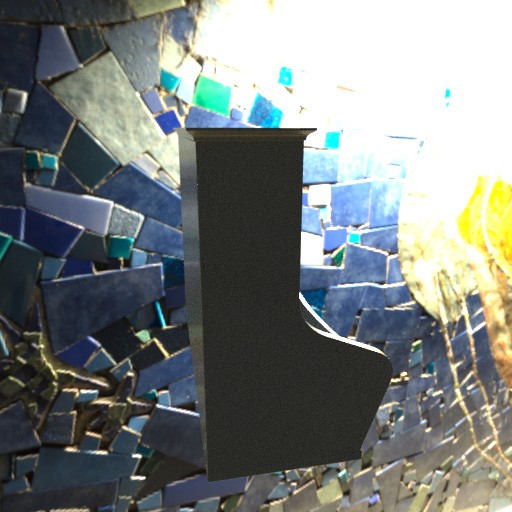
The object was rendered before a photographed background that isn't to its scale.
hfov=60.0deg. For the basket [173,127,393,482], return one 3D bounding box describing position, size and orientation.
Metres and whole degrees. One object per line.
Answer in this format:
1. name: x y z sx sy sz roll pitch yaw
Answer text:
1. basket: 0.000 0.000 1.080 0.350 0.600 0.780 -3 16 -11
